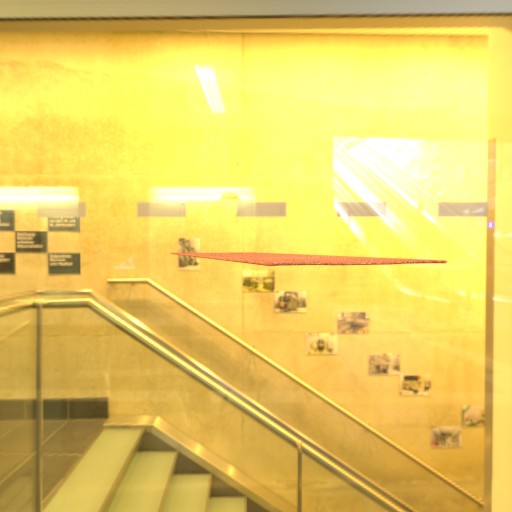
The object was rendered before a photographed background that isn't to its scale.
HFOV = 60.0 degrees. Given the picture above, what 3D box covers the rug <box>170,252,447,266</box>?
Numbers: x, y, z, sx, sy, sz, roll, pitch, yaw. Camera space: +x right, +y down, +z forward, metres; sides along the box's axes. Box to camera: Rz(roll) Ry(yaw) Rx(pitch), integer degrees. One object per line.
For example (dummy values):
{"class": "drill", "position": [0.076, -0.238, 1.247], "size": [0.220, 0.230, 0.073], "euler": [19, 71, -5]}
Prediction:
{"class": "rug", "position": [0.000, 0.000, 2.565], "size": [0.687, 0.012, 2.307], "euler": [0, 1, -18]}
